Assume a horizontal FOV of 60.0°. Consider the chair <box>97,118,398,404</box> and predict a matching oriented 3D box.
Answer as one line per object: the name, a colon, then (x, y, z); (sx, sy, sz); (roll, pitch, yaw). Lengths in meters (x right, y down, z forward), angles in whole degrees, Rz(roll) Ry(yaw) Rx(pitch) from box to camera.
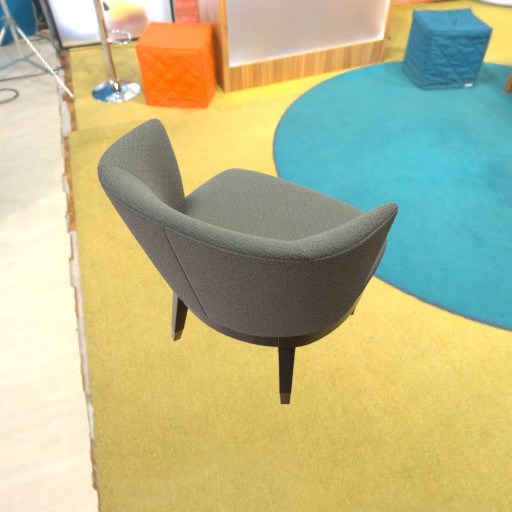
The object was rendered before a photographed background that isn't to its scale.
chair: (0.000, 0.000, 1.307); (0.700, 0.760, 0.660); (24, 51, 22)
